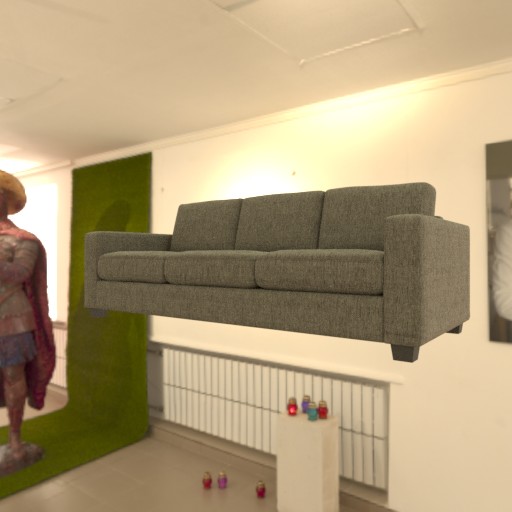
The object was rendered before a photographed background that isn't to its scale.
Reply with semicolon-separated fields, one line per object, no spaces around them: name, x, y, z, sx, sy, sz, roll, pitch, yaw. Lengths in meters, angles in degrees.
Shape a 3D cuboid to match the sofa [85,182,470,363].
sofa;0.000;0.000;2.612;2.160;0.800;0.900;0;0;37
